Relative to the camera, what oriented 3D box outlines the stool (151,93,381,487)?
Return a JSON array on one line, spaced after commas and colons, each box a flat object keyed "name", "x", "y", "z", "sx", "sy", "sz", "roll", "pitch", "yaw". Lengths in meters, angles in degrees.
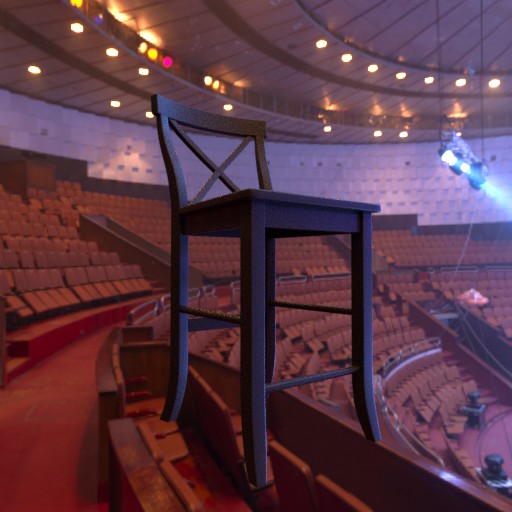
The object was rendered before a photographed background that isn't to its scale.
[{"name": "stool", "x": 0.000, "y": 0.000, "z": 1.290, "sx": 0.452, "sy": 0.989, "sz": 0.559, "roll": 1, "pitch": -1, "yaw": -37}]
